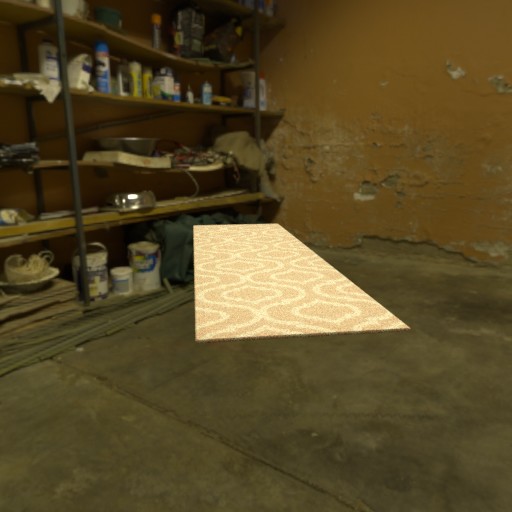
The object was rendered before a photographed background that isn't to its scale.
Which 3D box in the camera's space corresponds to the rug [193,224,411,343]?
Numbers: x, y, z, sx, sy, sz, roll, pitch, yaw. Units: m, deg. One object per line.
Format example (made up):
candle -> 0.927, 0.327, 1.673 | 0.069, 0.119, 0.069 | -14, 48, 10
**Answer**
rug -> 0.000, 0.000, 2.489 | 0.691, 0.013, 2.289 | -2, 13, -8
